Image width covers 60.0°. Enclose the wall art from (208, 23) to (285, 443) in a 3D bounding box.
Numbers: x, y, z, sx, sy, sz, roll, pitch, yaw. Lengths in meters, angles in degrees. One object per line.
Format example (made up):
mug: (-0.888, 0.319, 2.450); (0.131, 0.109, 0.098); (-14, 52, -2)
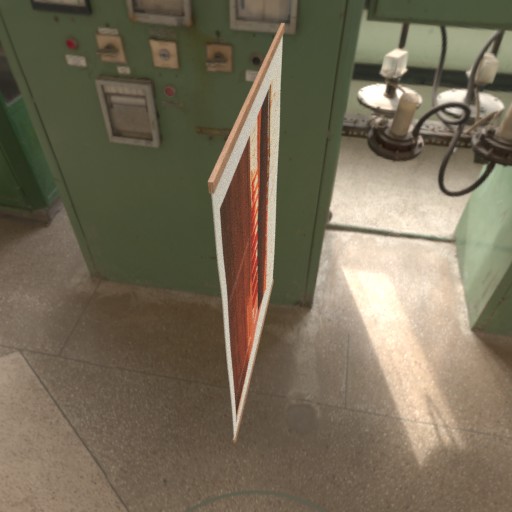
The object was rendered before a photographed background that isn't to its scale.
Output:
wall art: (0.000, 0.000, 1.894); (0.019, 1.527, 1.019); (8, 47, 8)
